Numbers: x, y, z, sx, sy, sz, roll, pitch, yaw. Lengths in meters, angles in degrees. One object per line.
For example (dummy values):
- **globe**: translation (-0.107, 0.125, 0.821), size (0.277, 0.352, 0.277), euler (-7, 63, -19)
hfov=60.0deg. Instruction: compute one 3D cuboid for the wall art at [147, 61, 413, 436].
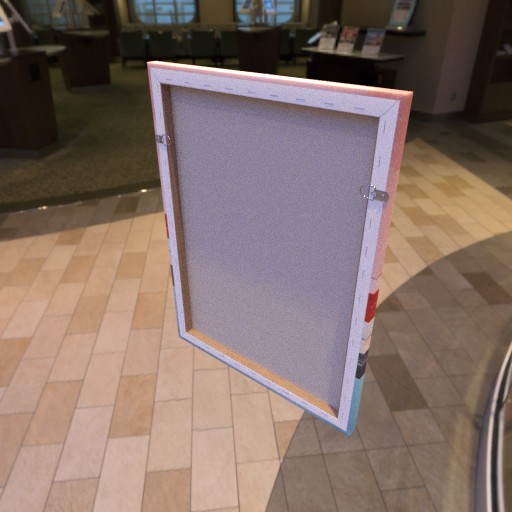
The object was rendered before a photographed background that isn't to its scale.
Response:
- **wall art**: translation (0.000, 0.000, 1.327), size (0.761, 1.016, 0.039), euler (22, 37, 32)
